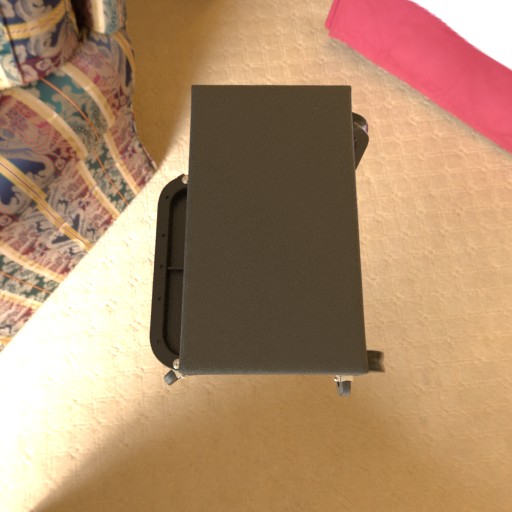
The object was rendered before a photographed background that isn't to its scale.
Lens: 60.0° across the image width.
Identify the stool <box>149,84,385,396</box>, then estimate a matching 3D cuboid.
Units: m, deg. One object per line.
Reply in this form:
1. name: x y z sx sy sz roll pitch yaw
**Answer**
1. stool: 0.000 0.000 0.715 0.371 0.380 0.446 0 75 0
